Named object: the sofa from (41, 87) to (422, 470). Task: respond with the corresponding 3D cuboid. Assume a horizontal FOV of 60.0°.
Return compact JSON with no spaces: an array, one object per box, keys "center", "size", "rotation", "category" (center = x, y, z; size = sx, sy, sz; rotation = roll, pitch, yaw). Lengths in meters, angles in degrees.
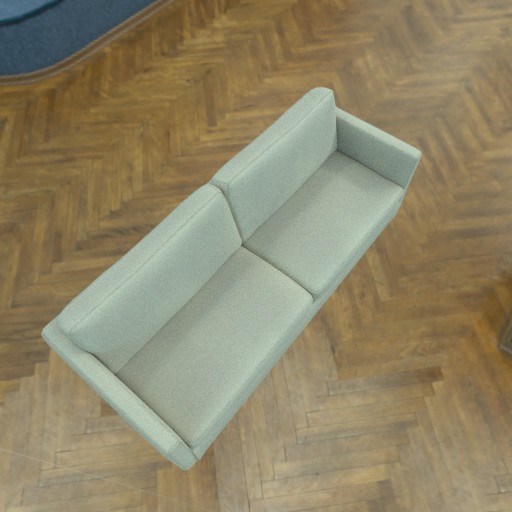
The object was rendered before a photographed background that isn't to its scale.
[{"center":[0.000,0.000,2.779],"size":[0.951,0.968,2.361],"rotation":[35,65,19],"category":"sofa"}]
